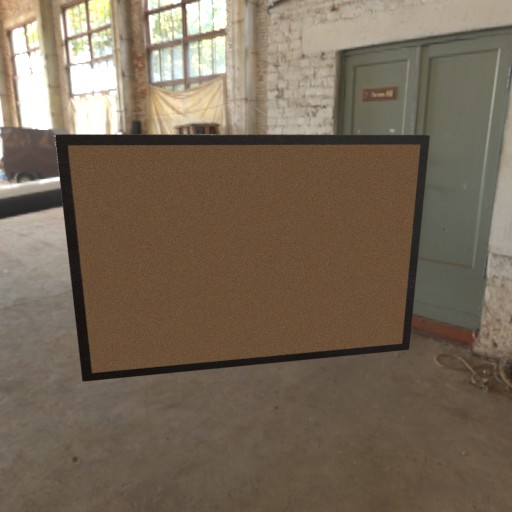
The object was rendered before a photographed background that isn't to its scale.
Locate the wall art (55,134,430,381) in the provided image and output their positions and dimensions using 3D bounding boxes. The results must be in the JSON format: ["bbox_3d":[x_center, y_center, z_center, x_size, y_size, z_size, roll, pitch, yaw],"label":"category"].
[{"bbox_3d":[0.000,0.000,1.157,0.912,0.612,0.038,-3,15,-11],"label":"wall art"}]
